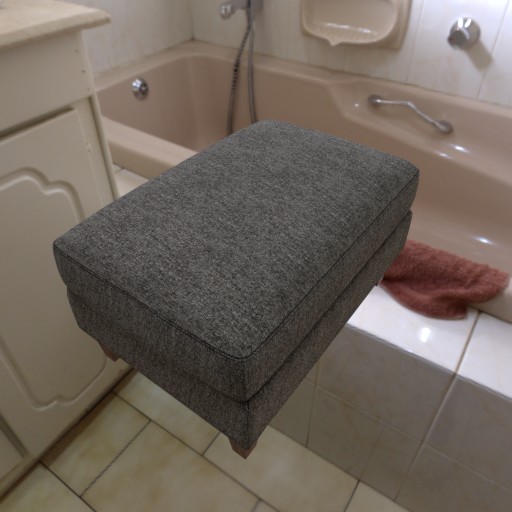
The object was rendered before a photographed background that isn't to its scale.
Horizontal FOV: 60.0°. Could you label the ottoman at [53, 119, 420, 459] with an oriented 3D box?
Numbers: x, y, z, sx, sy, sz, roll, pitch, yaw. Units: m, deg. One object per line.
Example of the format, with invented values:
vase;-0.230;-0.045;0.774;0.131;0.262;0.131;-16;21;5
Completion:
ottoman;0.000;0.000;1.242;0.584;0.483;0.864;26;47;27
